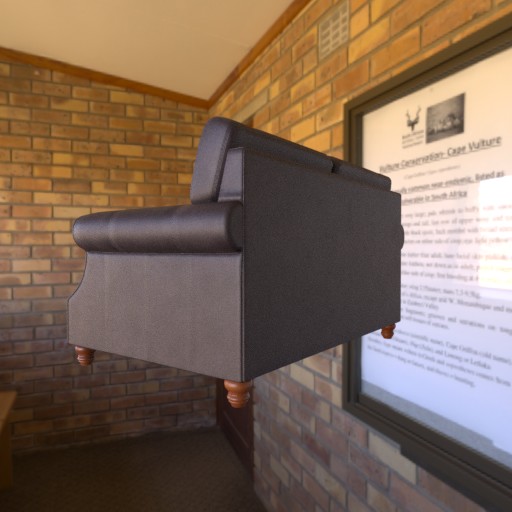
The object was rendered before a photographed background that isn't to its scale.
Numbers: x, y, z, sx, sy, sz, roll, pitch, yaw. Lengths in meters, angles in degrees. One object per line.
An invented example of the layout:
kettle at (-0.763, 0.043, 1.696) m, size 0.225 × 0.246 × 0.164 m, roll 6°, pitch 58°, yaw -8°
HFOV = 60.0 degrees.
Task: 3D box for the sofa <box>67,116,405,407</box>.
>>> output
sofa at (0.000, 0.000, 2.310) m, size 1.030 × 0.979 × 1.663 m, roll 1°, pitch 1°, yaw 37°
